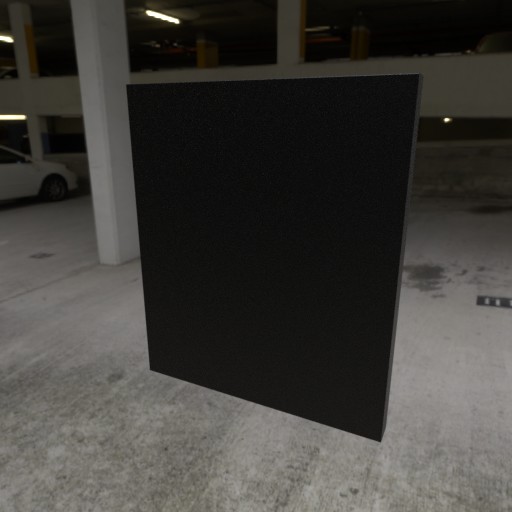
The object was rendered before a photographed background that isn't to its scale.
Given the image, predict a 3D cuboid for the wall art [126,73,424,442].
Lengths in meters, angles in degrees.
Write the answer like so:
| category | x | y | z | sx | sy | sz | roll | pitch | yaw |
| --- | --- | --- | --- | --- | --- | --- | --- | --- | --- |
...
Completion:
| category | x | y | z | sx | sy | sz | roll | pitch | yaw |
| --- | --- | --- | --- | --- | --- | --- | --- | --- | --- |
| wall art | 0.000 | 0.000 | 0.516 | 0.325 | 0.380 | 0.028 | 9 | 20 | 25 |
